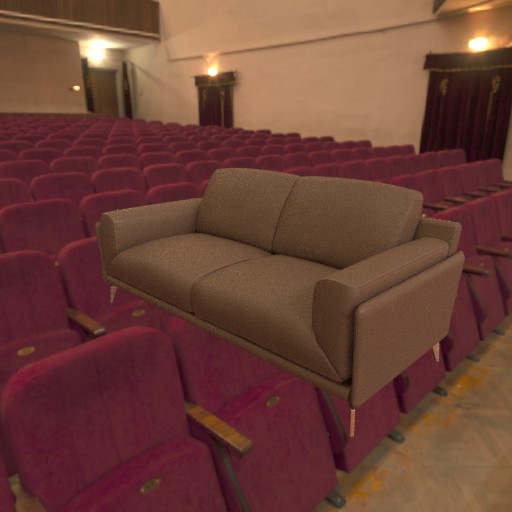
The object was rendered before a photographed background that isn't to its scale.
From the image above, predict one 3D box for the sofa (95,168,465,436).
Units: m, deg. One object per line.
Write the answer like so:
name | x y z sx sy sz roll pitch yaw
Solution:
sofa | 0.000 0.000 2.699 2.101 0.930 1.049 16 23 42
